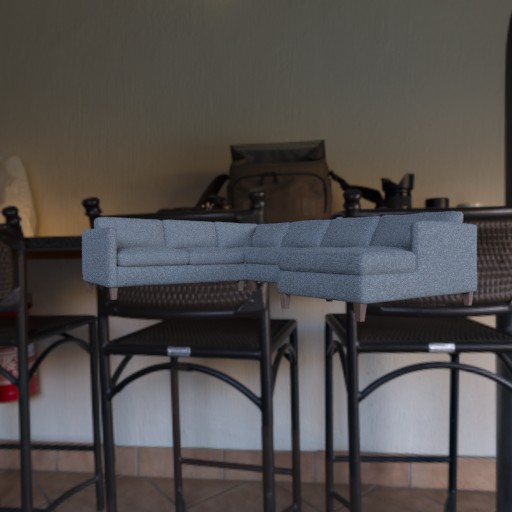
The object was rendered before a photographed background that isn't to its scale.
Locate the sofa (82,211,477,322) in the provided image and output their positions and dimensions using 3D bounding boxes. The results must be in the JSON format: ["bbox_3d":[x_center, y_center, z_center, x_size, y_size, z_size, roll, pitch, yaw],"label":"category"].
[{"bbox_3d":[0.000,0.000,4.446,2.551,0.853,3.238,-1,1,-37],"label":"sofa"}]
